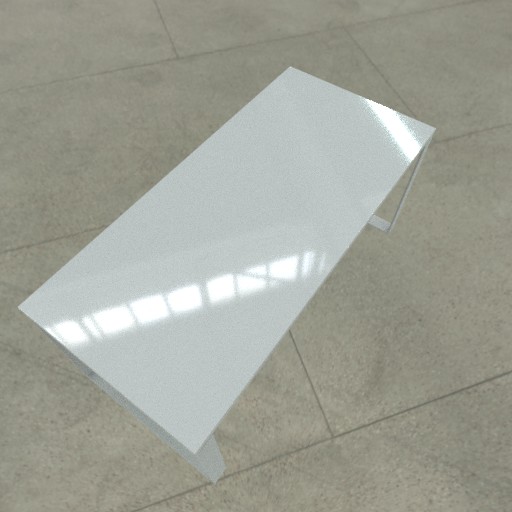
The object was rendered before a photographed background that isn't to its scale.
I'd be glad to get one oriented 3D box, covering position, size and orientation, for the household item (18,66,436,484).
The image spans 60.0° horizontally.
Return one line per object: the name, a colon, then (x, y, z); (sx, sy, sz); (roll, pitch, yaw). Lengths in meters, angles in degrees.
household item: (0.000, 0.000, 2.088); (0.800, 0.745, 1.700); (31, 62, 19)
